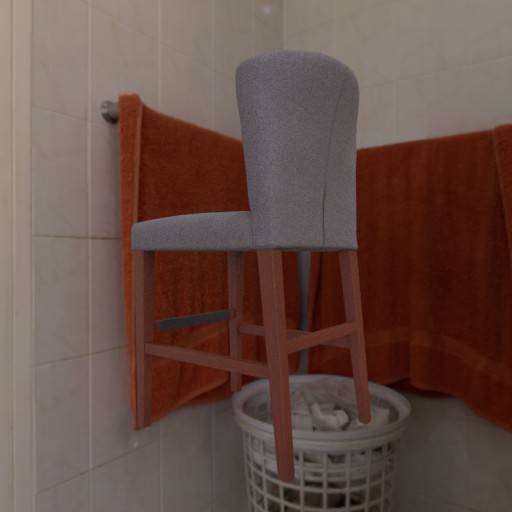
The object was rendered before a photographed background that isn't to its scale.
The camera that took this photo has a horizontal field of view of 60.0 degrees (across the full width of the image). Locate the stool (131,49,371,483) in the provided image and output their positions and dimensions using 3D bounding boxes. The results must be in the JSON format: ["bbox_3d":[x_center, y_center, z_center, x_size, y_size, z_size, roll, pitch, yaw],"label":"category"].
[{"bbox_3d":[0.000,0.000,1.274,0.568,0.968,0.481,0,0,37],"label":"stool"}]
